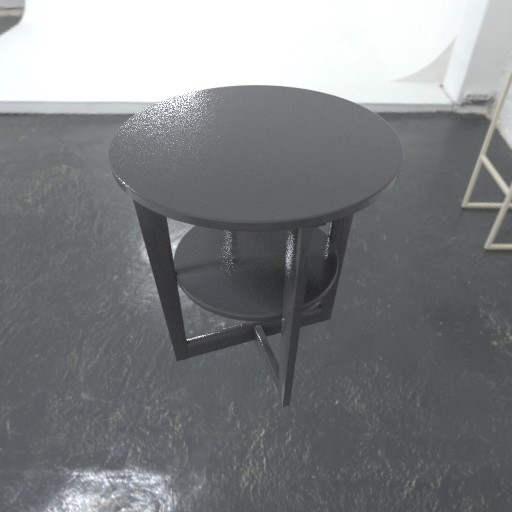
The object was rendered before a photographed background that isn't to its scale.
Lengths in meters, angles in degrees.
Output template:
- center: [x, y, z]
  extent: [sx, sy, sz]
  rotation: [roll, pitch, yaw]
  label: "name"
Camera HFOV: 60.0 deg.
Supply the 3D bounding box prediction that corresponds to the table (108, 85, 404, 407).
- center: [0.000, 0.000, 0.951]
  extent: [0.500, 0.550, 0.500]
  rotation: [0, 41, 0]
  label: "table"
